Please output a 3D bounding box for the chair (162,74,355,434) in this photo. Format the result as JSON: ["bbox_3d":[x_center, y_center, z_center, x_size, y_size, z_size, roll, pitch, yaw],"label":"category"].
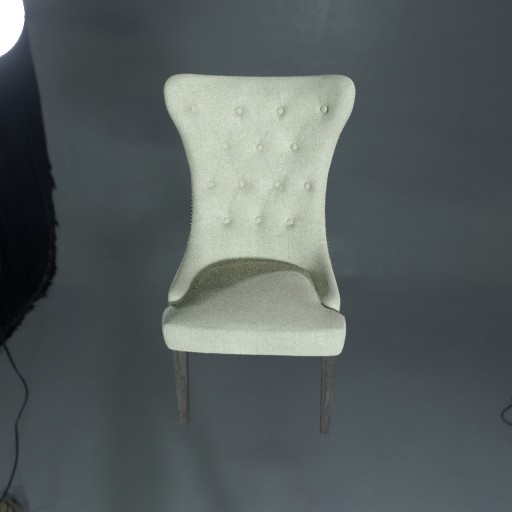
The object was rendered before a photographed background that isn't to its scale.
[{"bbox_3d":[0.000,0.000,1.452,0.584,1.065,0.590,1,29,3],"label":"chair"}]
